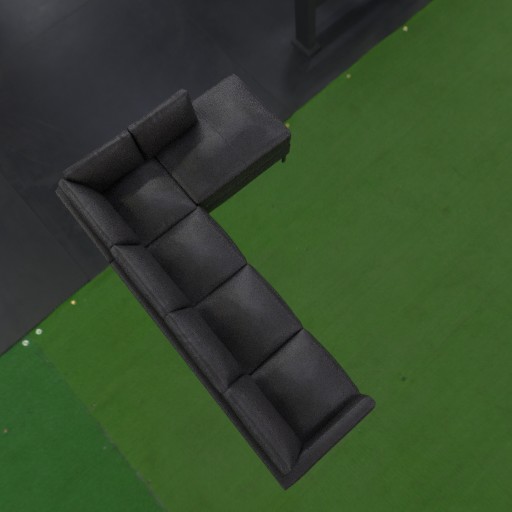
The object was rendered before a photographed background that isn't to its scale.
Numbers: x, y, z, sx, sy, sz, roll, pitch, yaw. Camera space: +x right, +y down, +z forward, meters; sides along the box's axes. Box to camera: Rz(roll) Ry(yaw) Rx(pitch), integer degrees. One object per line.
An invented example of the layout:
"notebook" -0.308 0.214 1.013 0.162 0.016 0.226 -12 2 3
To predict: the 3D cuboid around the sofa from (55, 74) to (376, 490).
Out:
"sofa" 0.000 0.000 3.742 1.938 0.877 2.984 -39 78 -10
